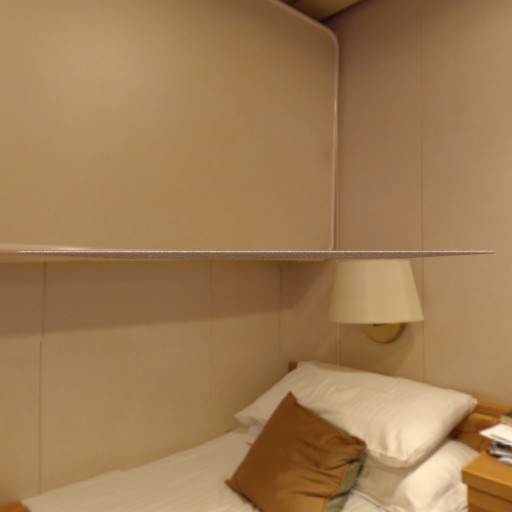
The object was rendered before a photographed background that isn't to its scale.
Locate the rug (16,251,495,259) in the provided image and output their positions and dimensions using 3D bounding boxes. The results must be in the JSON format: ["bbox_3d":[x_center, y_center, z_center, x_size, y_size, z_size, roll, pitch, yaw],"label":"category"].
[{"bbox_3d":[0.000,0.000,3.649,2.878,0.014,2.005,0,-1,1],"label":"rug"}]
